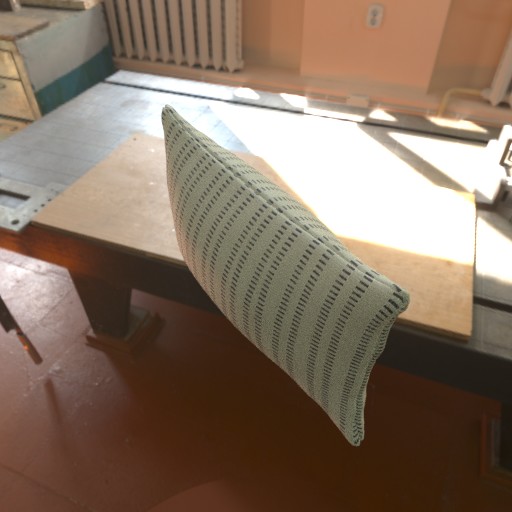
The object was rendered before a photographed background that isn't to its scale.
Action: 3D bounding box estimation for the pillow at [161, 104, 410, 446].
[{"bbox_3d":[0.000,0.000,0.809,0.210,0.353,0.640,-24,47,-25],"label":"pillow"}]
